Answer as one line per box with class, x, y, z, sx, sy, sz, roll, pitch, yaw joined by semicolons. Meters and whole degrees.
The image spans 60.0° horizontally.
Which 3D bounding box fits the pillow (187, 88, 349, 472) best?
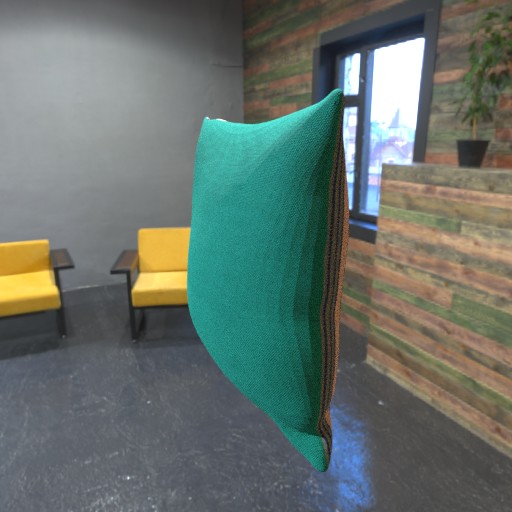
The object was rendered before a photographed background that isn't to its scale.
pillow;0.000;0.000;0.677;0.182;0.441;0.440;-6;16;-24
